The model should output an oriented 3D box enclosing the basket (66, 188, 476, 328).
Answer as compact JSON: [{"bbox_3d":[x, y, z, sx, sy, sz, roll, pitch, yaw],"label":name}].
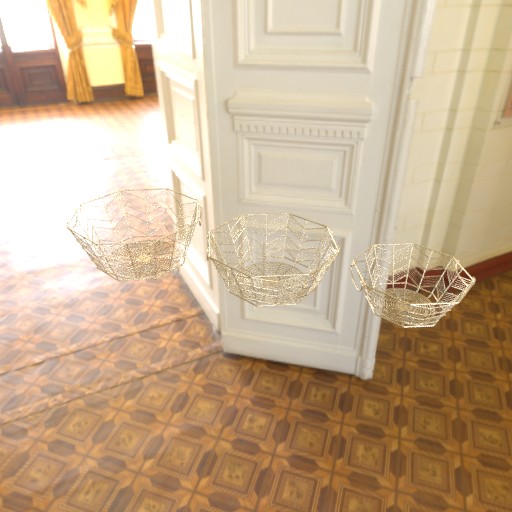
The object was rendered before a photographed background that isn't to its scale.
[{"bbox_3d":[0.000,0.000,1.375,1.246,0.178,0.432,9,32,15],"label":"basket"}]
